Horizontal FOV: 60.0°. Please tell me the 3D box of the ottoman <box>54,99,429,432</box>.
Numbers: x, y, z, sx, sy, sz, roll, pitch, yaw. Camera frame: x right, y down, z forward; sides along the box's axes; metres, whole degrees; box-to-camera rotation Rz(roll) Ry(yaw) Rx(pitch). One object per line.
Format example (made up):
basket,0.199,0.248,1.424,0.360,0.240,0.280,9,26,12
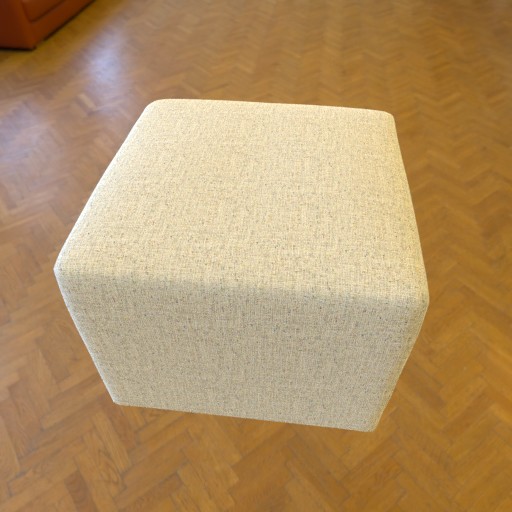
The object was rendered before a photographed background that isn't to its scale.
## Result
ottoman,0.000,0.000,0.887,0.521,0.453,0.512,5,46,4
